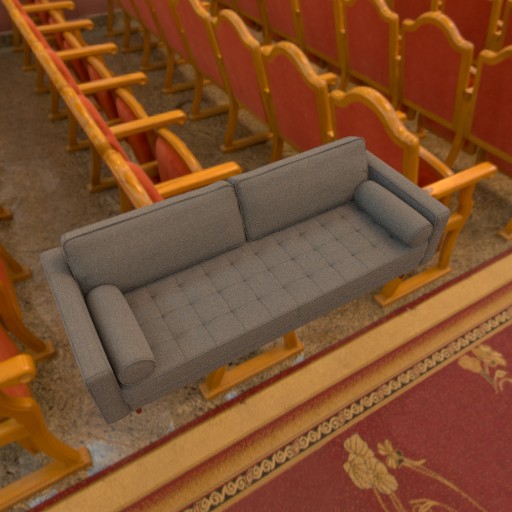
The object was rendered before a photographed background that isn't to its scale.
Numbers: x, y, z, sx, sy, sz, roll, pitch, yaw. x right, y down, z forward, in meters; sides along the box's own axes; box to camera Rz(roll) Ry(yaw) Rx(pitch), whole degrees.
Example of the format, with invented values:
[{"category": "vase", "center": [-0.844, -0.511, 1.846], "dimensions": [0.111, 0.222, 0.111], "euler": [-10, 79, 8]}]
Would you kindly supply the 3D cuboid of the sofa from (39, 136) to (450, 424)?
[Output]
[{"category": "sofa", "center": [0.000, 0.000, 2.629], "dimensions": [2.198, 0.762, 0.914], "euler": [-23, 50, -21]}]
